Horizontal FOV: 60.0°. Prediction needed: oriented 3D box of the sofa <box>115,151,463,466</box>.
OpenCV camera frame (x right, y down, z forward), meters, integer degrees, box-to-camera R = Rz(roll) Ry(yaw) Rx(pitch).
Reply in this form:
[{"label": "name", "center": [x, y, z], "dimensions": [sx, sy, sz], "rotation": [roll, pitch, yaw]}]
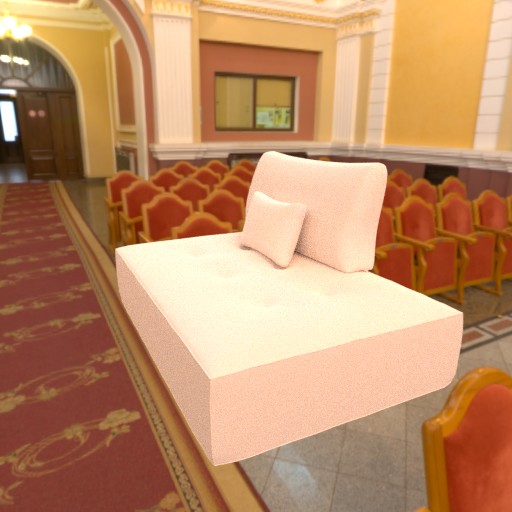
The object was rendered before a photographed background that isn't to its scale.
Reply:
[{"label": "sofa", "center": [0.000, 0.000, 1.983], "dimensions": [1.000, 0.820, 1.450], "rotation": [-8, 18, -25]}]
